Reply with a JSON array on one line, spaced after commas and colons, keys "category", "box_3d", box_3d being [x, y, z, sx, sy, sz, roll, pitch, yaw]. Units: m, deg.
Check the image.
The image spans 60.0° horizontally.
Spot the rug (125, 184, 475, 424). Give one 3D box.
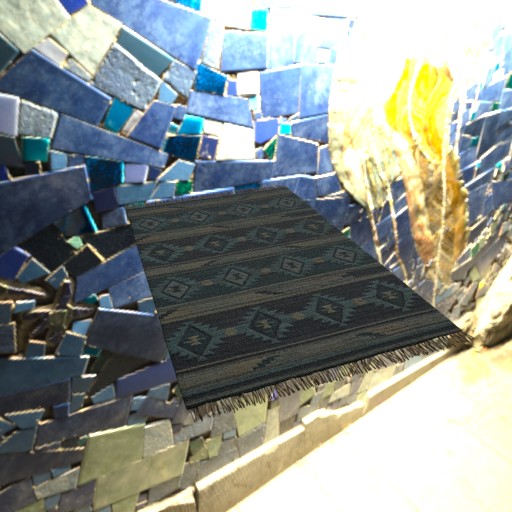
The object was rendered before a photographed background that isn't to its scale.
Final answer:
[{"category": "rug", "box_3d": [0.000, 0.000, 2.401, 1.181, 0.028, 1.936, -10, 31, -18]}]
